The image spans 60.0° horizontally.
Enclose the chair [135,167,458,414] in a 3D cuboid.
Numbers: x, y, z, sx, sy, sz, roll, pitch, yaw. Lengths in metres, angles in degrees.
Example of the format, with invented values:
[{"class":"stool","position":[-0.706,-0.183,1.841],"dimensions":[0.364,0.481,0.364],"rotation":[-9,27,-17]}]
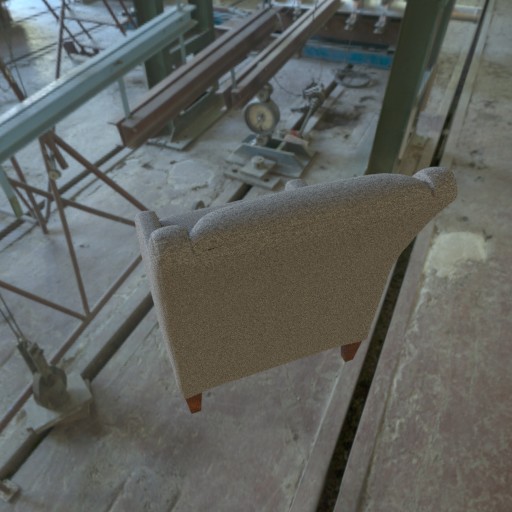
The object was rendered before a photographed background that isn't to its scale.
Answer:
[{"class":"chair","position":[0.000,0.000,1.600],"dimensions":[0.774,1.016,0.870],"rotation":[-14,45,-15]}]
